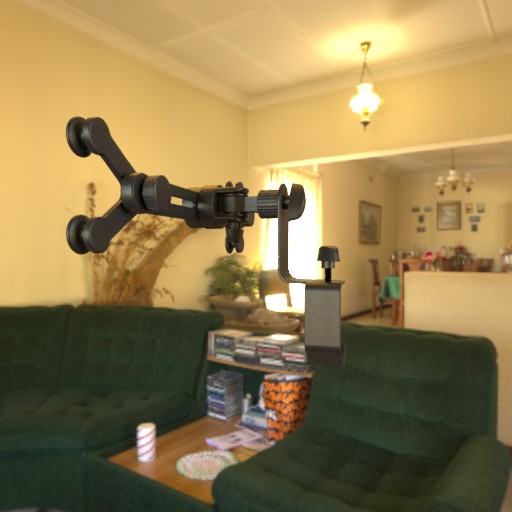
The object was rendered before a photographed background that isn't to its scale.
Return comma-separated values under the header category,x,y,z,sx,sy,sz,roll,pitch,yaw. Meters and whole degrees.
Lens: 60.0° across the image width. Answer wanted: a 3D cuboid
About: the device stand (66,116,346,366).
category,x,y,z,sx,sy,sz,roll,pitch,yaw
device stand,0.000,0.000,0.359,0.142,0.166,0.270,0,0,17
